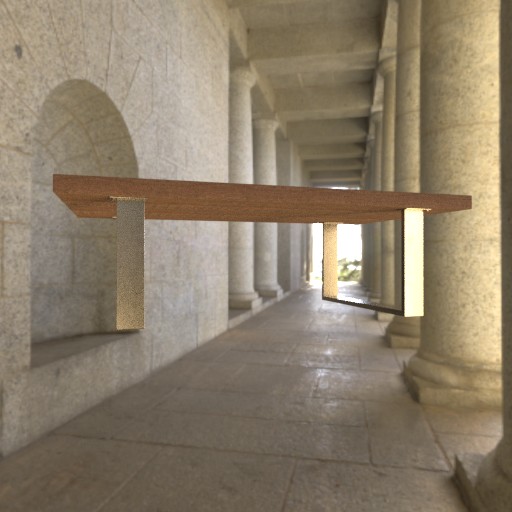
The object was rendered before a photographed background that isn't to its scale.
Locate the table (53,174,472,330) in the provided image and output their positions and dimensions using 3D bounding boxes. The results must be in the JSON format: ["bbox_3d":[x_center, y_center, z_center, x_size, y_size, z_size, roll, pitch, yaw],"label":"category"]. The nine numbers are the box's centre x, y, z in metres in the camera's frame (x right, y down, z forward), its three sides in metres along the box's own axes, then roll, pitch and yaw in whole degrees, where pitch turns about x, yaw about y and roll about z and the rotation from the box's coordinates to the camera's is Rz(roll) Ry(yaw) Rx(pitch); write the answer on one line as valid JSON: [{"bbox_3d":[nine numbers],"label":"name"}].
[{"bbox_3d":[0.000,0.000,1.788,1.400,0.440,0.800,0,0,-17],"label":"table"}]
